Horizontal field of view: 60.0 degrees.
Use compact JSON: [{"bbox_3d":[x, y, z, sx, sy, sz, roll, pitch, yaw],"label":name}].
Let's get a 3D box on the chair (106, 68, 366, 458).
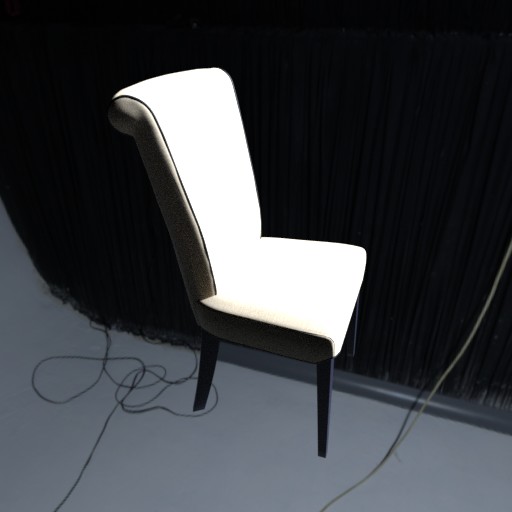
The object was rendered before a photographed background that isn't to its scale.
[{"bbox_3d":[0.000,0.000,1.351,0.623,0.997,0.522,11,32,18],"label":"chair"}]
